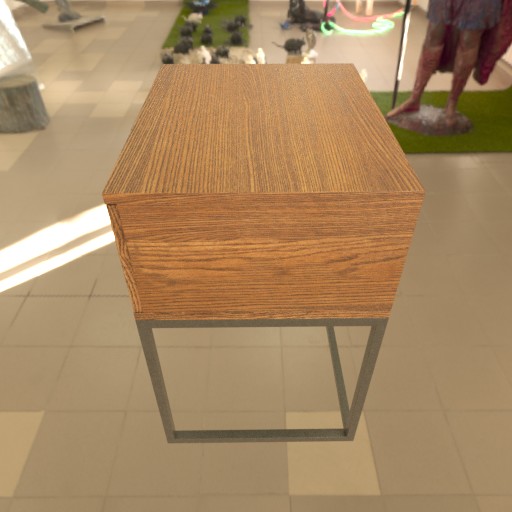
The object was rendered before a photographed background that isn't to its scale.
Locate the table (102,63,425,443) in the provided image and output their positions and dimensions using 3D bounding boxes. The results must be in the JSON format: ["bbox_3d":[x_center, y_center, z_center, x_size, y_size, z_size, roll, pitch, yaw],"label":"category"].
[{"bbox_3d":[0.000,0.000,0.908,0.400,0.610,0.482,0,40,-1],"label":"table"}]
